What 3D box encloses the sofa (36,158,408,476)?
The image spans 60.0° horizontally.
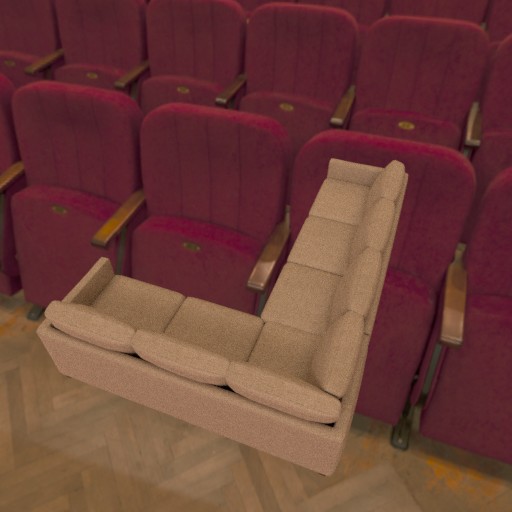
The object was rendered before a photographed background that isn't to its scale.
[{"bbox_3d":[0.000,0.000,4.435,2.522,0.934,3.333,15,46,15],"label":"sofa"}]
